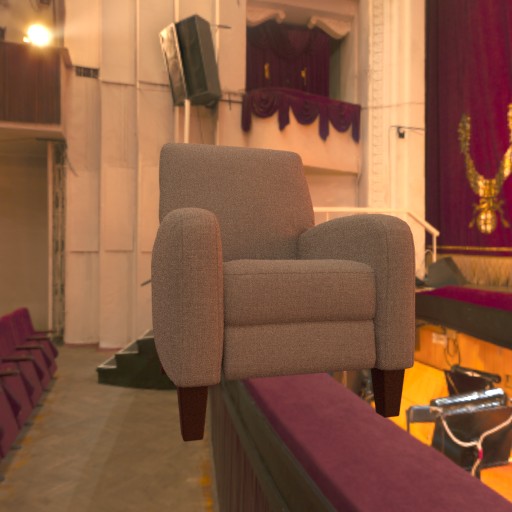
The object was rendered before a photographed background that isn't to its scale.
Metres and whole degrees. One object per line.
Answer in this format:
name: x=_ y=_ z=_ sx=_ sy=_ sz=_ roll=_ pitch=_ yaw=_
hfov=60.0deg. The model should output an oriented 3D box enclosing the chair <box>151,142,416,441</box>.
chair: x=0.000 y=0.000 z=1.675 sx=0.762 sy=0.990 sz=0.990 roll=0 pitch=0 yaw=-17
